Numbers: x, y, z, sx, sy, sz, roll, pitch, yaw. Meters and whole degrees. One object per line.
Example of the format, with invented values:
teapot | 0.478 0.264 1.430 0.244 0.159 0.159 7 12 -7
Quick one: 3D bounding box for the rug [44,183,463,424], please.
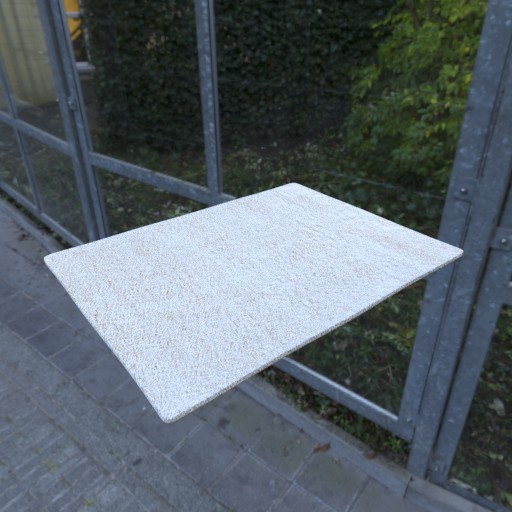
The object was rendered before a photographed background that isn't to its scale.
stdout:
rug | 0.000 0.000 2.095 1.600 0.027 1.200 -21 36 -33
